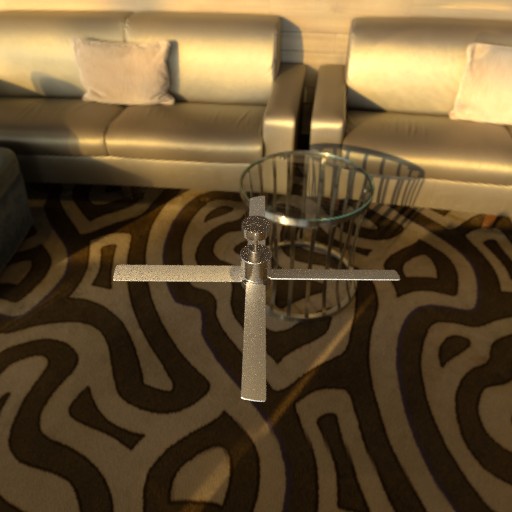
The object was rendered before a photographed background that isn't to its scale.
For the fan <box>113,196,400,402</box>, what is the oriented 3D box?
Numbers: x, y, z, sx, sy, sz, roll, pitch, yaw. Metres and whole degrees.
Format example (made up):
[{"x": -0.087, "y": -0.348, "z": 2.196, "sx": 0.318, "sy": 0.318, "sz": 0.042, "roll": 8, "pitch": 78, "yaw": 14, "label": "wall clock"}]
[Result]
[{"x": 0.000, "y": 0.000, "z": 1.992, "sx": 1.322, "sy": 0.355, "sz": 1.322, "roll": 0, "pitch": 40, "yaw": 1, "label": "fan"}]
